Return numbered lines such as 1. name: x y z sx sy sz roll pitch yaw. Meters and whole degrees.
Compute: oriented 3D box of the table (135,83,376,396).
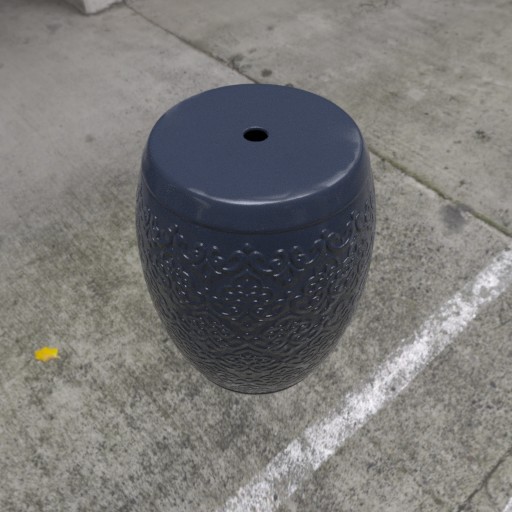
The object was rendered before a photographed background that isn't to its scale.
1. table: 0.000 0.000 0.624 0.309 0.397 0.309 0 48 0
